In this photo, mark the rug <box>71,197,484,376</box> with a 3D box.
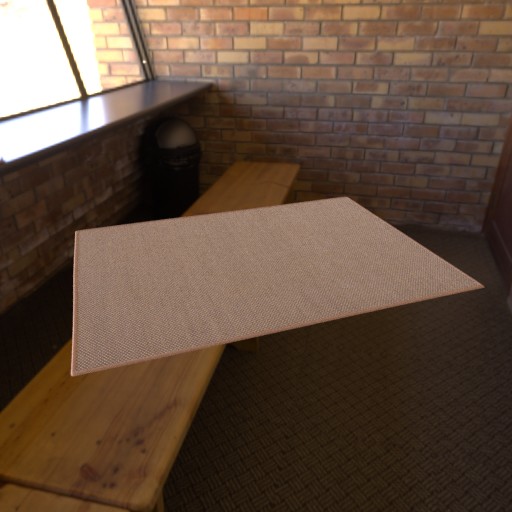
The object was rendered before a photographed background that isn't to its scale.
[{"bbox_3d":[0.000,0.000,2.755,2.134,0.013,1.524,-9,29,-17],"label":"rug"}]
